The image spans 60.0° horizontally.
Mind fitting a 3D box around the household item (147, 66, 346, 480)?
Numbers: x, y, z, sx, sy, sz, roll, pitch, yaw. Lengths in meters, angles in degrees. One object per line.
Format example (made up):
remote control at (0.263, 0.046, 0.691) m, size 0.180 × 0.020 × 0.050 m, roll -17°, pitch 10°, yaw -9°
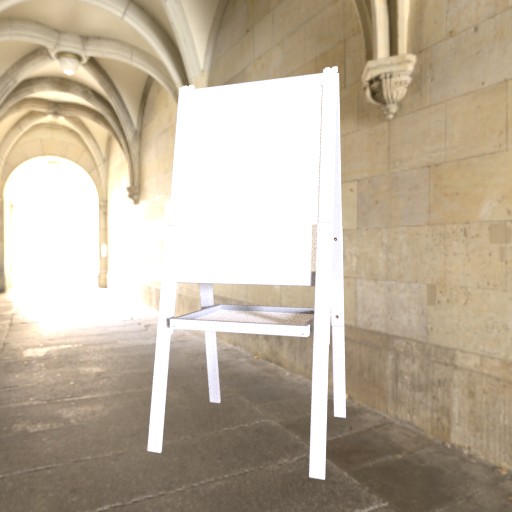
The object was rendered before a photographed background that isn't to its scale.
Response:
household item at (0.000, 0.000, 1.461) m, size 0.531 × 1.172 × 0.469 m, roll 0°, pitch 1°, yaw 18°
